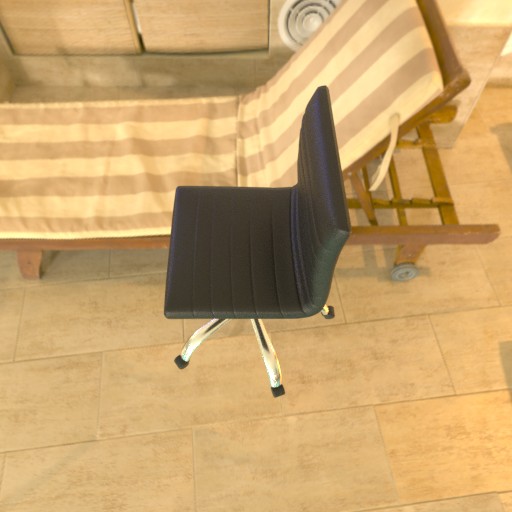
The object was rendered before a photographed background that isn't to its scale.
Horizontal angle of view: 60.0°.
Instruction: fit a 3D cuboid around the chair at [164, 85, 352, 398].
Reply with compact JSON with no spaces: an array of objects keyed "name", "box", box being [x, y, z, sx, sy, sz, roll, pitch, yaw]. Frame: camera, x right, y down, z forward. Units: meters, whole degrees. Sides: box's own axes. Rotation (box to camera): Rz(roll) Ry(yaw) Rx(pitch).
[{"name":"chair","box":[0.000,0.000,1.177,0.530,0.780,0.556,-1,58,-1]}]
